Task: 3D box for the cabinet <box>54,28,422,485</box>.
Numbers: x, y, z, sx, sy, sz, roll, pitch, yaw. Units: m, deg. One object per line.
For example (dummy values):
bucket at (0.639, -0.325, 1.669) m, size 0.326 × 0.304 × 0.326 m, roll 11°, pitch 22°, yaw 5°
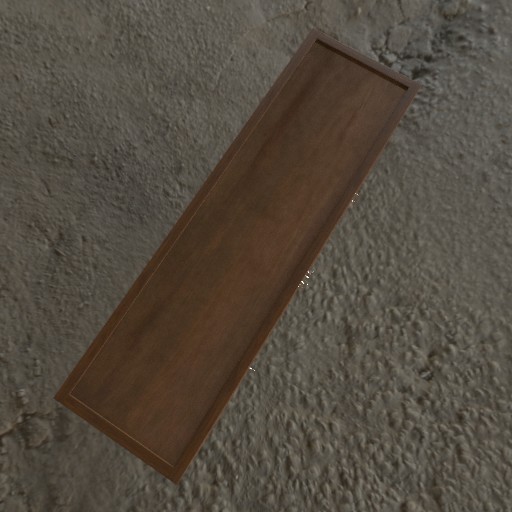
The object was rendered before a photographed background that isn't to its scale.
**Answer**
cabinet at (0.000, 0.000, 2.010) m, size 0.522 × 0.820 × 1.708 m, roll 31°, pitch 79°, yaw 7°
